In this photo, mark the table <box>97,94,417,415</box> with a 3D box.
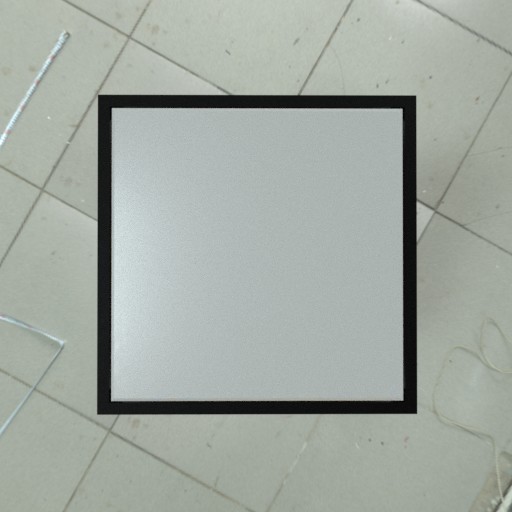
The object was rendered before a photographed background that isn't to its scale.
[{"bbox_3d":[0.000,0.000,0.794,0.378,0.540,0.378,0,90,0],"label":"table"}]
